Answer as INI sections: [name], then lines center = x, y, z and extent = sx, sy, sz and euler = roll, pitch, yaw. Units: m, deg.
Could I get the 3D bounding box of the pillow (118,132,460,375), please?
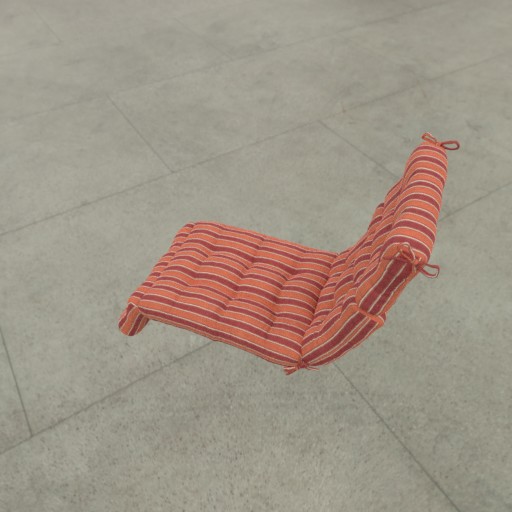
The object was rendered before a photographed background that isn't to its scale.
[pillow]
center = 0.000, 0.000, 1.490
extent = 1.016, 0.863, 0.526
euler = 16, 49, 15
